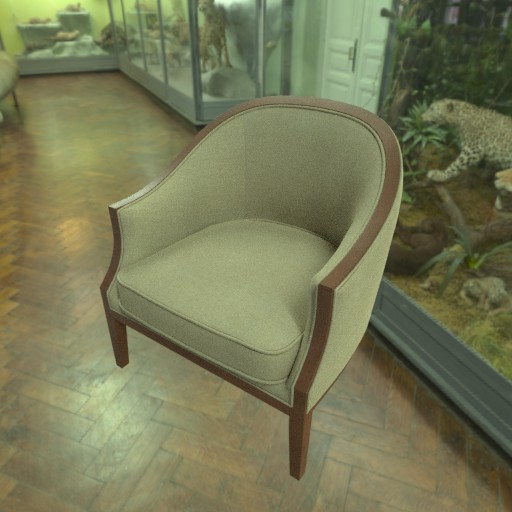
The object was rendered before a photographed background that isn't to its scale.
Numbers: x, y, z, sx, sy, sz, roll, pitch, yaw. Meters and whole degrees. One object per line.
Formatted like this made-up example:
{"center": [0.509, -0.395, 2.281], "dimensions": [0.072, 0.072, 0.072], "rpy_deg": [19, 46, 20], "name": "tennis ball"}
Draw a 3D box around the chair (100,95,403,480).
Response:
{"center": [0.000, 0.000, 1.438], "dimensions": [0.803, 0.876, 0.735], "rpy_deg": [20, 36, 30], "name": "chair"}
